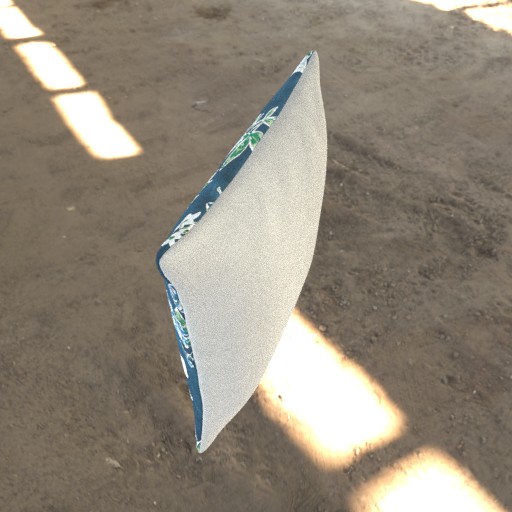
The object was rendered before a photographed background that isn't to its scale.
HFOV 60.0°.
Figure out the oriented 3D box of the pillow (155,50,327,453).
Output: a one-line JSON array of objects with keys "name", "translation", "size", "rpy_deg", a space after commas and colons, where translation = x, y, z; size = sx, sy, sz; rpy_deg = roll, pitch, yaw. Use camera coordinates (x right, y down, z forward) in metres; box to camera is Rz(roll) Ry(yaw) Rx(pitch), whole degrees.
[{"name": "pillow", "translation": [0.000, 0.000, 0.766], "size": [0.166, 0.508, 0.525], "rpy_deg": [16, 49, 15]}]
